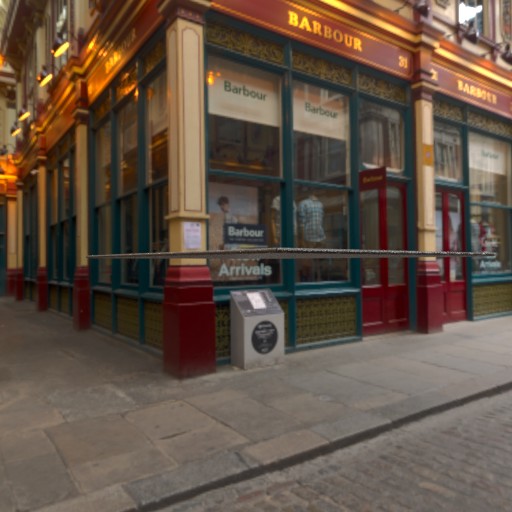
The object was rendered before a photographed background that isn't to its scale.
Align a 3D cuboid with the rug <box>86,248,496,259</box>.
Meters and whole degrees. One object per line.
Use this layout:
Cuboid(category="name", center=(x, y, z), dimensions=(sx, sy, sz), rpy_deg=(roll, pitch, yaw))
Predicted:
Cuboid(category="rug", center=(0.000, 0.000, 2.165), dimensions=(1.144, 0.014, 1.748), rpy_deg=(1, -1, -36))
